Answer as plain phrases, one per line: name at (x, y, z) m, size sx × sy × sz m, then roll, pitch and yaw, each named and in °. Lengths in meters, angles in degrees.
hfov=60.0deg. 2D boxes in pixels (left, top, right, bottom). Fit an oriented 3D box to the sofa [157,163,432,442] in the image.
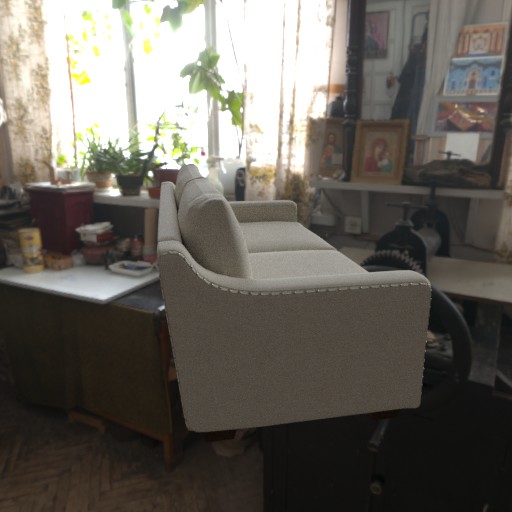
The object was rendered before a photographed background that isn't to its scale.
sofa at (0.000, 0.000, 2.682) m, size 1.104 × 0.983 × 2.107 m, roll -3°, pitch 16°, yaw -11°
